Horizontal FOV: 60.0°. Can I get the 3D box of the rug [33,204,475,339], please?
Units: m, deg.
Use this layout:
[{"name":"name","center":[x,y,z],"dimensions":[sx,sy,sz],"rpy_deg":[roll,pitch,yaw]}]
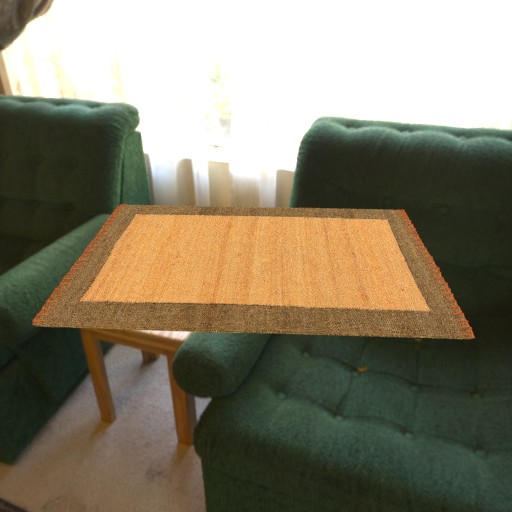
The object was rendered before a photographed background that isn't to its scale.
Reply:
[{"name":"rug","center":[0.000,0.000,2.320],"dimensions":[1.838,0.019,1.220],"rpy_deg":[1,31,2]}]
